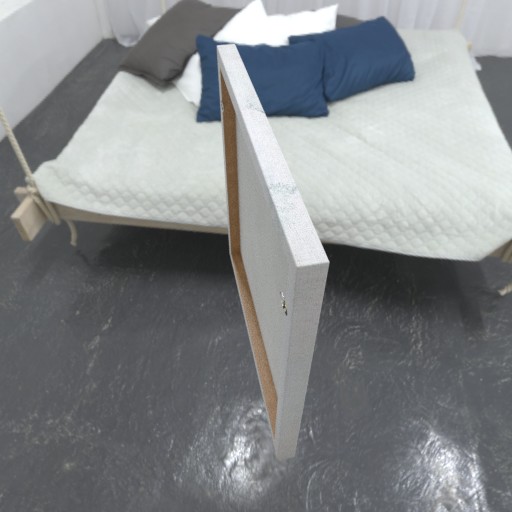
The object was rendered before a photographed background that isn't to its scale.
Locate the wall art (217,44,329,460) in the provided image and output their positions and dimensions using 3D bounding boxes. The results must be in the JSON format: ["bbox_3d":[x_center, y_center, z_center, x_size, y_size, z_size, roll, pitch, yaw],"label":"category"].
[{"bbox_3d":[0.000,0.000,0.914,0.040,0.612,0.612,-9,48,-8],"label":"wall art"}]
